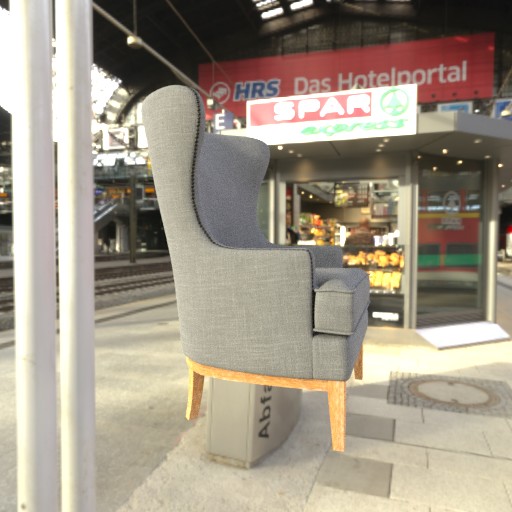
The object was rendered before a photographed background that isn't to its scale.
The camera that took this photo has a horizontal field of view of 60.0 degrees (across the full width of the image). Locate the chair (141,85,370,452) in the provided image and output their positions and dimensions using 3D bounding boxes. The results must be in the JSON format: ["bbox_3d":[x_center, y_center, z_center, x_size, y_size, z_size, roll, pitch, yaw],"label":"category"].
[{"bbox_3d":[0.000,0.000,1.840,0.883,1.176,0.864,1,2,18],"label":"chair"}]
